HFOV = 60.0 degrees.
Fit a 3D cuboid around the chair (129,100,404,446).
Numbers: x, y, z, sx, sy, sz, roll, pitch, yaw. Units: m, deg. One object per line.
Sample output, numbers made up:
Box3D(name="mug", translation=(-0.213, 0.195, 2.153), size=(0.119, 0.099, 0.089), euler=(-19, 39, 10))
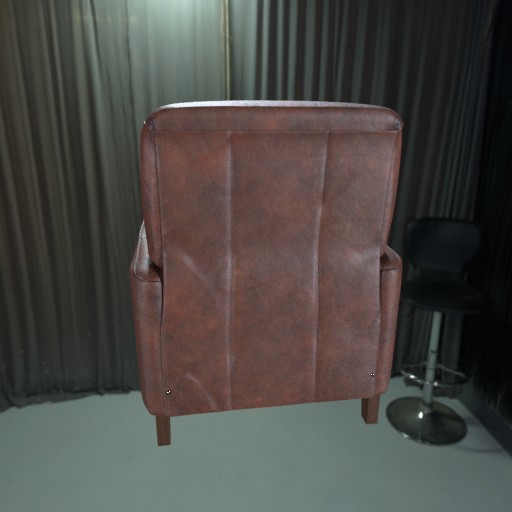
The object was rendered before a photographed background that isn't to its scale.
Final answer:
Box3D(name="chair", translation=(0.000, 0.000, 1.636), size=(0.843, 1.043, 0.836), euler=(-2, 16, -9))
